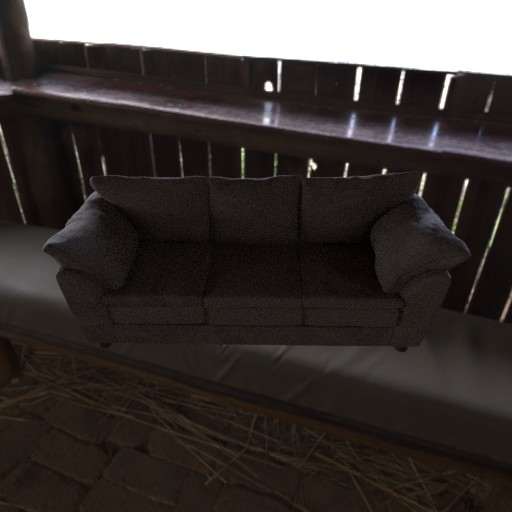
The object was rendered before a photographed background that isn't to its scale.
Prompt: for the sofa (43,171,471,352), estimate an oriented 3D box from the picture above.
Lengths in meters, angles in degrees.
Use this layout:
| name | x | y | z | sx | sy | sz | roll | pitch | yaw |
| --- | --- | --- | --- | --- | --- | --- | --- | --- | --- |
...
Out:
| name | x | y | z | sx | sy | sz | roll | pitch | yaw |
| --- | --- | --- | --- | --- | --- | --- | --- | --- | --- |
| sofa | 0.000 | 0.000 | 2.921 | 2.377 | 0.981 | 0.893 | 1 | 32 | 1 |
